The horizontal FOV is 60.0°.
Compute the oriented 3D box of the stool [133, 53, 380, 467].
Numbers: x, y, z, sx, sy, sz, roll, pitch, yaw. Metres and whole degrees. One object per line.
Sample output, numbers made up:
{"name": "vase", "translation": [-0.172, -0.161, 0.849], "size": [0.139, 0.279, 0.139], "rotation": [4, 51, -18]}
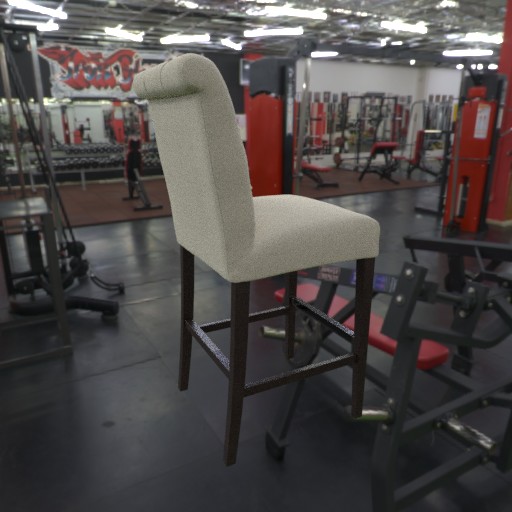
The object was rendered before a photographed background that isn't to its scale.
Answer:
{"name": "stool", "translation": [0.000, 0.000, 1.421], "size": [0.610, 1.118, 0.482], "rotation": [-9, 19, -26]}
